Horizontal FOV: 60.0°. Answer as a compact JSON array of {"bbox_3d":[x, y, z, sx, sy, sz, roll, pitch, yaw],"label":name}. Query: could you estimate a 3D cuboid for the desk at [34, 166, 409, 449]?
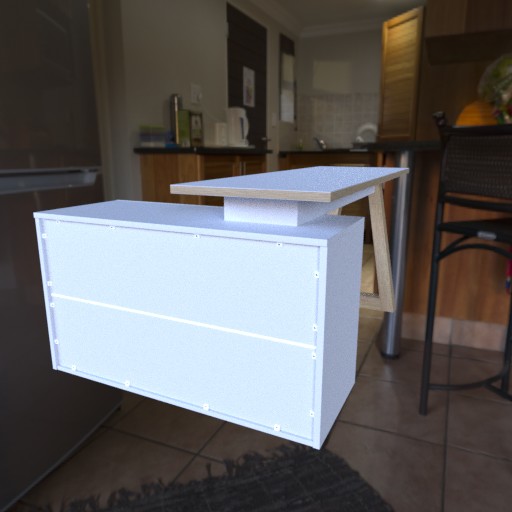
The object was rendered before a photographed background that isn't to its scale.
[{"bbox_3d":[0.000,0.000,2.030,1.098,0.755,1.404,7,15,25],"label":"desk"}]
